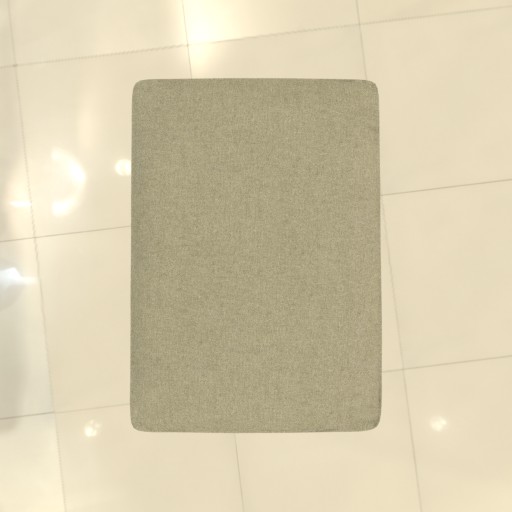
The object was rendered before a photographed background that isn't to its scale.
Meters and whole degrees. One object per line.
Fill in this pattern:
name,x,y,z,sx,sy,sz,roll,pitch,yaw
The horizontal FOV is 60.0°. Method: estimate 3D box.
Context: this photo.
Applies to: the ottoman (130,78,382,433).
ottoman,0.000,0.000,1.238,0.611,0.508,0.848,0,89,0
